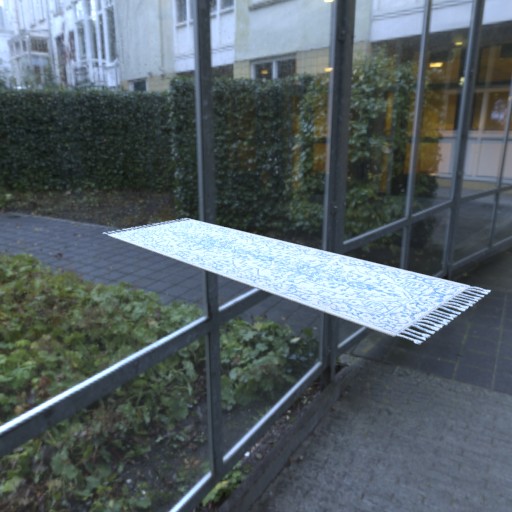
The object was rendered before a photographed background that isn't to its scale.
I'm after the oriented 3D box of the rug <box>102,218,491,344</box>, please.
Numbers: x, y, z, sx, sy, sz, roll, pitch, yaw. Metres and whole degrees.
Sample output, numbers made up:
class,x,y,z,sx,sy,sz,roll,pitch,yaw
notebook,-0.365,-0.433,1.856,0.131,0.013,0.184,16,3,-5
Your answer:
class,x,y,z,sx,sy,sz,roll,pitch,yaw
rug,0.000,0.000,2.702,2.449,0.011,0.774,16,23,43
